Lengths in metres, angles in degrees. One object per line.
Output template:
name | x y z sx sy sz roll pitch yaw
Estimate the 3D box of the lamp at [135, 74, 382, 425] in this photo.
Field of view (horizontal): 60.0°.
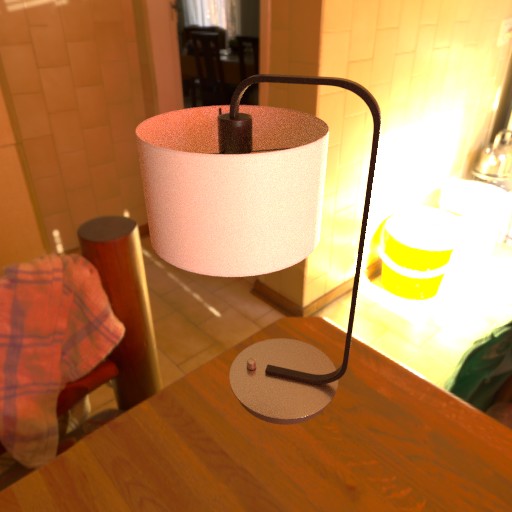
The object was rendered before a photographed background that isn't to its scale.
lamp | 0.000 0.000 0.618 0.288 0.473 0.230 9 32 15
